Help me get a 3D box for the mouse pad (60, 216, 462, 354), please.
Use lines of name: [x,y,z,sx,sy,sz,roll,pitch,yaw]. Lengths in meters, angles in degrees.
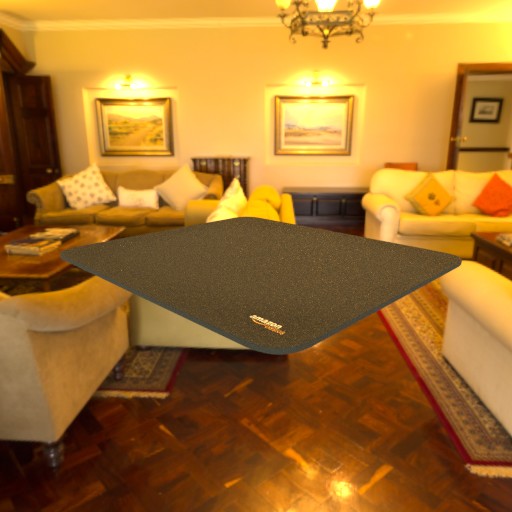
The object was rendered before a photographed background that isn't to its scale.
mouse pad: [0.000,0.000,0.324,0.229,0.003,0.203,15,22,43]
